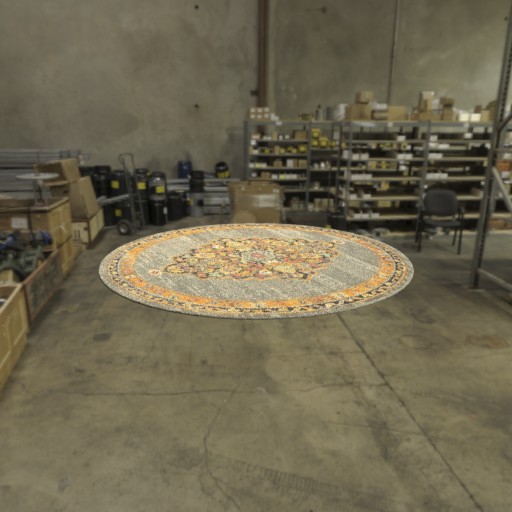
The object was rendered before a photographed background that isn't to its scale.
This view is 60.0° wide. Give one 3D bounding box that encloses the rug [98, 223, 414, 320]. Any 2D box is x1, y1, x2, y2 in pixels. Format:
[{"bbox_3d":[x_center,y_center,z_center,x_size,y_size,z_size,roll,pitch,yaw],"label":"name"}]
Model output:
[{"bbox_3d":[0.000,0.000,2.373,1.598,0.010,1.598,0,17,0],"label":"rug"}]
